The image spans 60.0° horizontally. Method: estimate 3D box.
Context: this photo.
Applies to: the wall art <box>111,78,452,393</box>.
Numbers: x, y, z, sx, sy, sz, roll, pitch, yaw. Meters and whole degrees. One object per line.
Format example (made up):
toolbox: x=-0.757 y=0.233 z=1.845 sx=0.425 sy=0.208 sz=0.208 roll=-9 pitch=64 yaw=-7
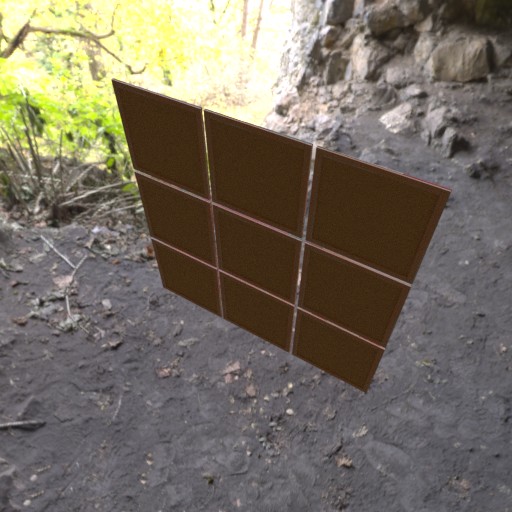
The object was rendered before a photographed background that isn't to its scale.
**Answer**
wall art: x=0.000 y=0.000 z=2.302 sx=1.521 sy=1.519 sz=0.013 roll=24 pitch=52 yaw=20
